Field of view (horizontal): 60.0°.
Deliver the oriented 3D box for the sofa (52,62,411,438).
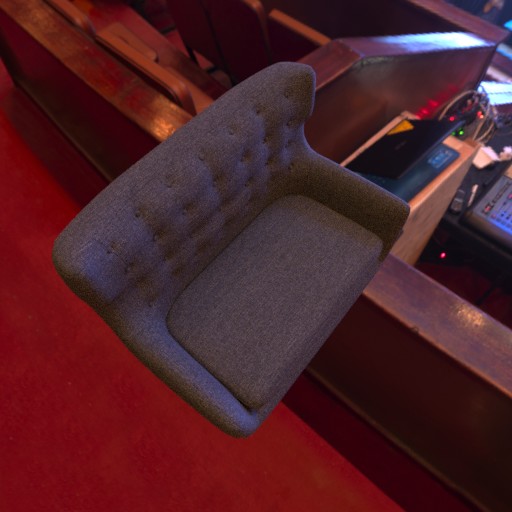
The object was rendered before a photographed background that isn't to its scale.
[{"bbox_3d":[0.000,0.000,2.010,0.874,1.028,1.358,34,64,19],"label":"sofa"}]
